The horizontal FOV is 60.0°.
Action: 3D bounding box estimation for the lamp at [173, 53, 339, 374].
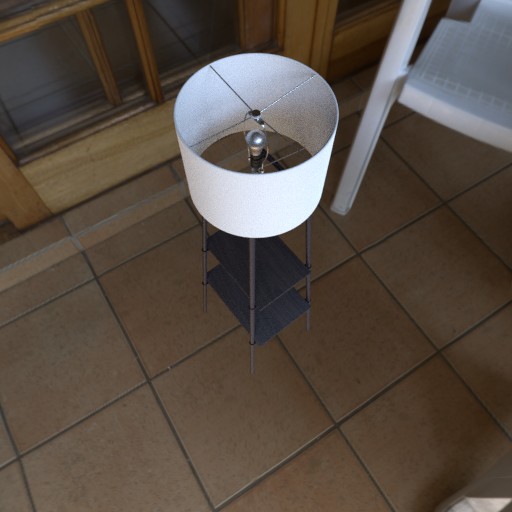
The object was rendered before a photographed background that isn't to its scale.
[{"bbox_3d":[0.000,0.000,1.666,0.384,1.474,0.427,-35,68,-16],"label":"lamp"}]
